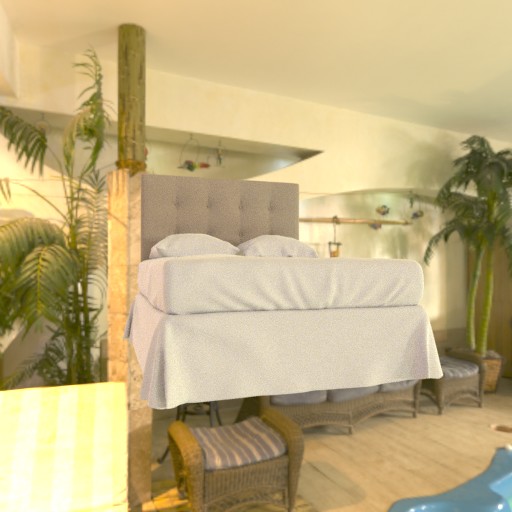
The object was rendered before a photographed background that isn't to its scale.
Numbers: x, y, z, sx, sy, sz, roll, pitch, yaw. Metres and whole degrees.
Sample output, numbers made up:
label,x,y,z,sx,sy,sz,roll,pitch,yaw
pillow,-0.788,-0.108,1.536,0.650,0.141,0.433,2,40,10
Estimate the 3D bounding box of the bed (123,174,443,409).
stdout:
label,x,y,z,sx,sy,sz,roll,pitch,yaw
bed,0.000,0.000,3.502,1.936,1.577,2.222,0,-1,-19
